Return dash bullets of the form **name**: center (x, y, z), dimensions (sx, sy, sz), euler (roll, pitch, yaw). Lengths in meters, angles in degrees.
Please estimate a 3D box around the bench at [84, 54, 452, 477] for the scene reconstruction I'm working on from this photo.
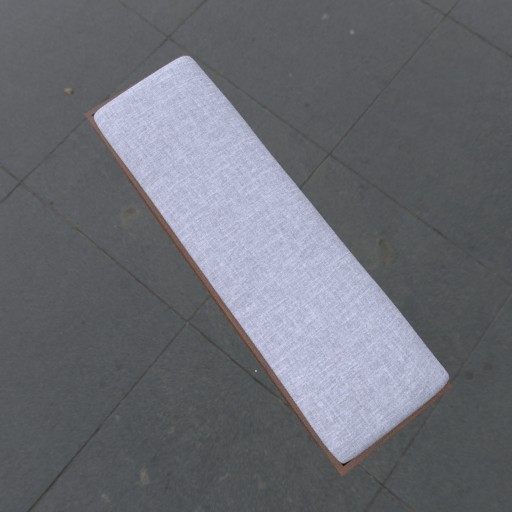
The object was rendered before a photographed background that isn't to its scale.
- **bench**: center (0.000, 0.000, 1.388), dimensions (0.367, 0.468, 1.196), euler (-35, 78, -9)
